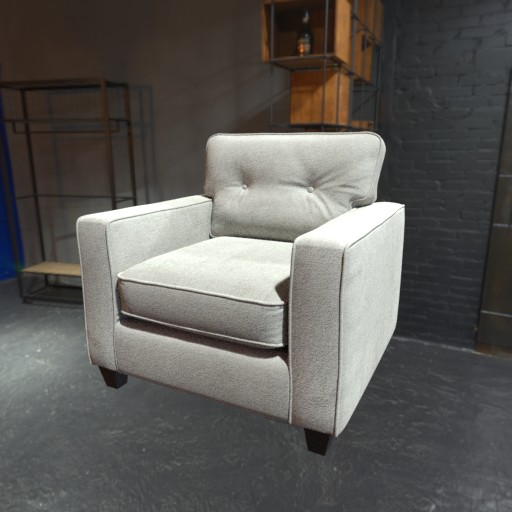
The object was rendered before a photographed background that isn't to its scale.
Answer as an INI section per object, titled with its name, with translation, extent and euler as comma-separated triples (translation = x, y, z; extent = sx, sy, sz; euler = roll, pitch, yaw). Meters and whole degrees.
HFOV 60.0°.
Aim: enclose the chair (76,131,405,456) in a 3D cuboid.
[chair]
translation = 0.000, 0.000, 1.777
extent = 1.015, 0.965, 0.939
euler = 7, 16, 26
